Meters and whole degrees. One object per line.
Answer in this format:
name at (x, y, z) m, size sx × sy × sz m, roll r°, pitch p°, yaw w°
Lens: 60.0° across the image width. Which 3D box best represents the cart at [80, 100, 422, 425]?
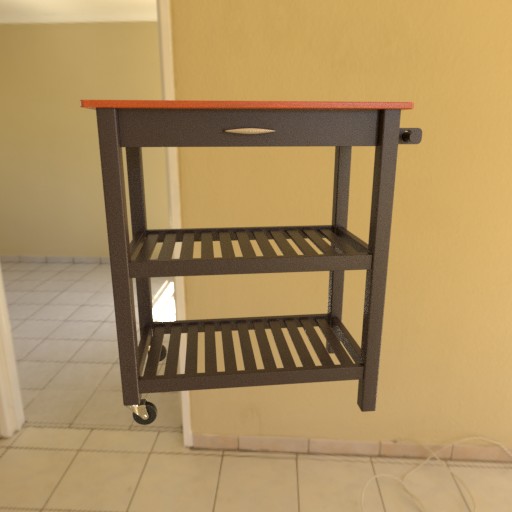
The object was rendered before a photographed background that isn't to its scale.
cart at (0.000, 0.000, 1.443) m, size 0.899 × 0.927 × 0.457 m, roll -2°, pitch 16°, yaw -6°
